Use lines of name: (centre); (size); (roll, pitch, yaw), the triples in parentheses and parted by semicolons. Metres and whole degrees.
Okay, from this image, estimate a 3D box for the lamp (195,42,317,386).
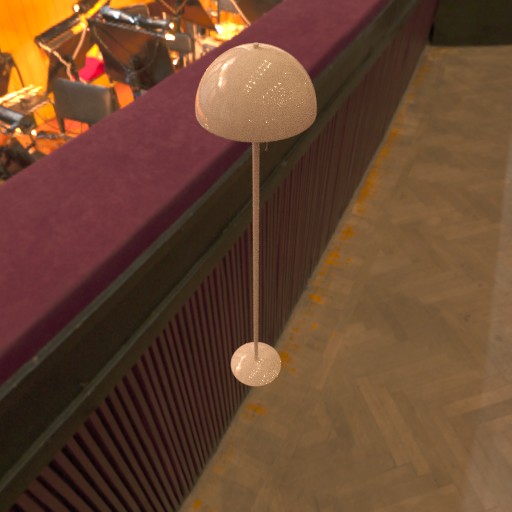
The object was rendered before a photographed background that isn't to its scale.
lamp: (0.000, 0.000, 1.609); (0.328, 1.480, 0.328); (23, 50, 21)
